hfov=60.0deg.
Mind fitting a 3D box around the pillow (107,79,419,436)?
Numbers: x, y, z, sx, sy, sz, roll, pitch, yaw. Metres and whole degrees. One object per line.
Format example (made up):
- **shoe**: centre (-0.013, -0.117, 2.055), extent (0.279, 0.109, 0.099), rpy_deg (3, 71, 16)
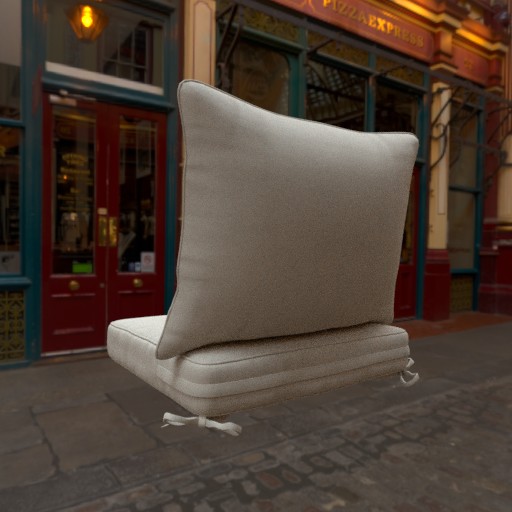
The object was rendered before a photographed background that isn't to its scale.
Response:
- **pillow**: centre (0.000, 0.000, 1.319), extent (0.798, 0.716, 0.733), rpy_deg (-1, 1, -35)
